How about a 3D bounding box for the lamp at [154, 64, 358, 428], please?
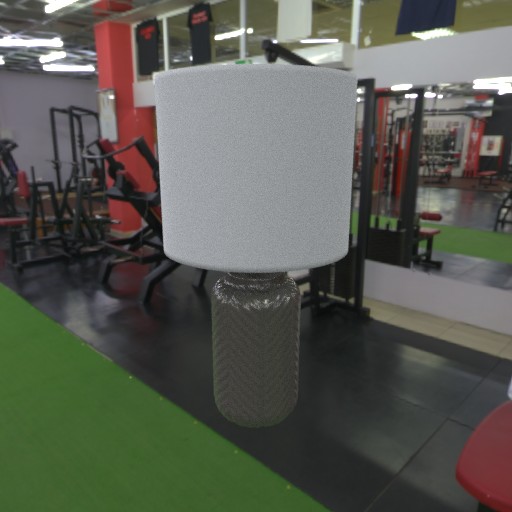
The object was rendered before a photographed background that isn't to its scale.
[{"bbox_3d":[0.000,0.000,0.502,0.203,0.389,0.203,-14,20,-41],"label":"lamp"}]
